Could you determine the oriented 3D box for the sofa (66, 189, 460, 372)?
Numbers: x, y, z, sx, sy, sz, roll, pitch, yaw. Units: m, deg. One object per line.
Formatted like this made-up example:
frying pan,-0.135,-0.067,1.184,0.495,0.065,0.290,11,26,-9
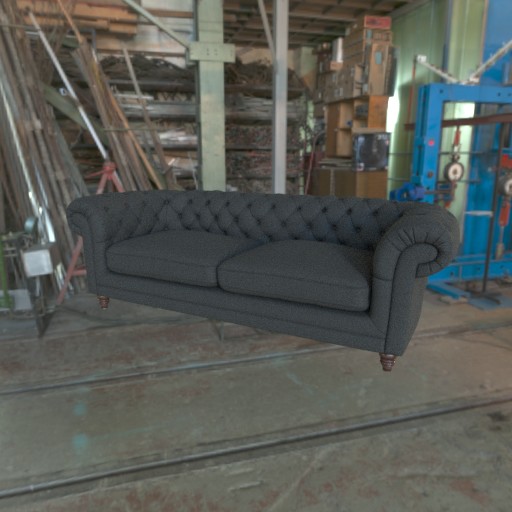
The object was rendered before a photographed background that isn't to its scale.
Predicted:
sofa,0.000,0.000,2.833,2.362,0.762,0.991,7,15,27
